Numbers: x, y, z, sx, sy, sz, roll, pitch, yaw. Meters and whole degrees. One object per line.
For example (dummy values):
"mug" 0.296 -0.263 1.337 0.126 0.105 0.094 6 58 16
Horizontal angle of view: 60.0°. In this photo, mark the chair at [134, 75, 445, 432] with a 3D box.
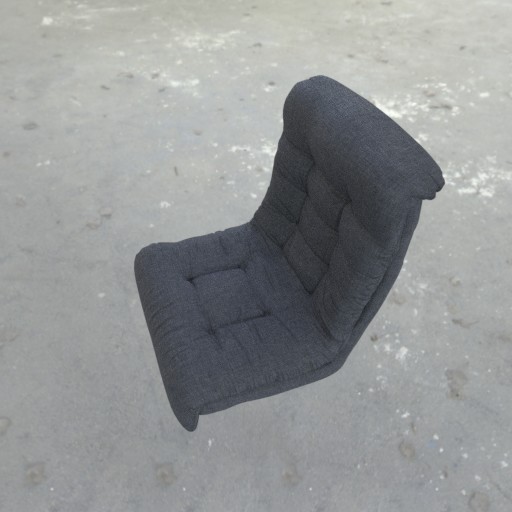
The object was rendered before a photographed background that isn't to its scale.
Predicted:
"chair" 0.000 0.000 1.230 0.668 0.749 0.597 -16 48 -16
